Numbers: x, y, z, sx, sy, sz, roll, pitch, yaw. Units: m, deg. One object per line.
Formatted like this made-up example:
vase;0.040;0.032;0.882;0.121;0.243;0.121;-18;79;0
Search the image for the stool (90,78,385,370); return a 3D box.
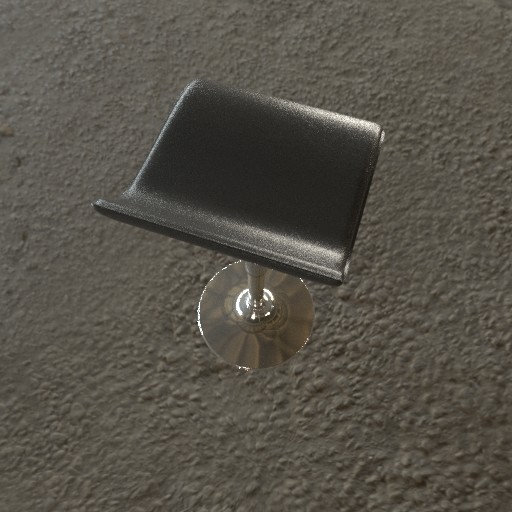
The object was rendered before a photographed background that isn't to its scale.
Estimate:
stool;0.000;0.000;1.056;0.381;0.851;0.381;17;66;8
